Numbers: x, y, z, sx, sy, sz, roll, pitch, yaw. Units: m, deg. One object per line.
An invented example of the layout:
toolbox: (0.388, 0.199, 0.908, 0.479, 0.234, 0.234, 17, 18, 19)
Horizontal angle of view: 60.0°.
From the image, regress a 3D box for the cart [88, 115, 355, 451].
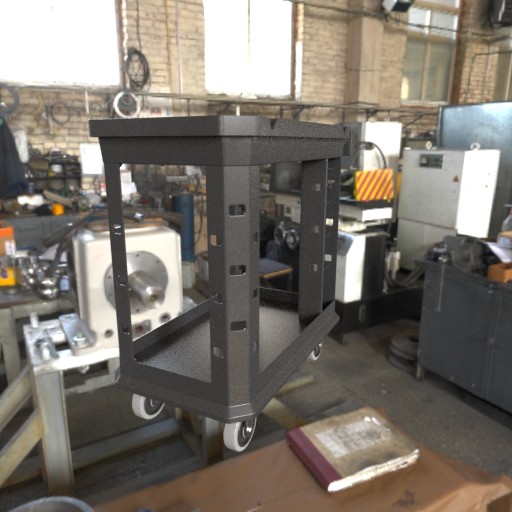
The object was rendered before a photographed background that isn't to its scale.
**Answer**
cart: (0.000, 0.000, 1.564, 0.497, 0.884, 1.061, 7, 16, 26)
